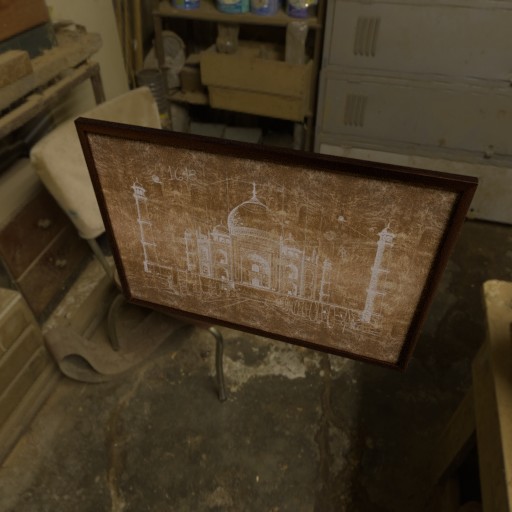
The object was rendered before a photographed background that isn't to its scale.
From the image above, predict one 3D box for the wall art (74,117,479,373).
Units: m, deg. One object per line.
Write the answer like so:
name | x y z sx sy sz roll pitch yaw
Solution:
wall art | 0.000 0.000 0.559 0.431 0.304 0.012 12 43 13
